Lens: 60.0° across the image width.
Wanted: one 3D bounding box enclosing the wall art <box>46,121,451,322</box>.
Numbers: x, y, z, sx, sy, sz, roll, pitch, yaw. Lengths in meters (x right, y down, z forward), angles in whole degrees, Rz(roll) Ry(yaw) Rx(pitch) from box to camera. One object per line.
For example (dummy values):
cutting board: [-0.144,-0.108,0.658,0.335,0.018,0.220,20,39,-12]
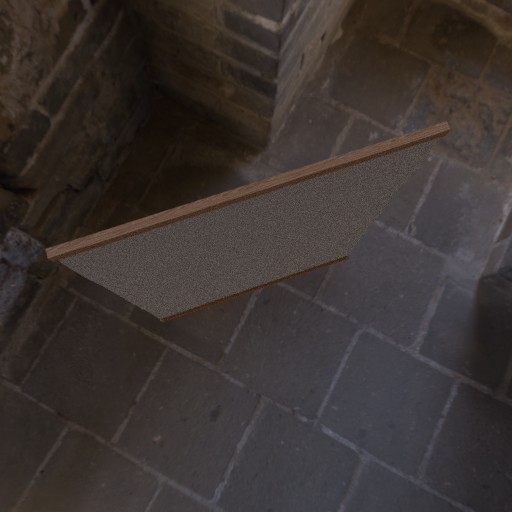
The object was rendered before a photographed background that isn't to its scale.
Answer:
wall art: [0.000,0.000,0.666,0.404,0.507,0.010,-18,76,-5]
